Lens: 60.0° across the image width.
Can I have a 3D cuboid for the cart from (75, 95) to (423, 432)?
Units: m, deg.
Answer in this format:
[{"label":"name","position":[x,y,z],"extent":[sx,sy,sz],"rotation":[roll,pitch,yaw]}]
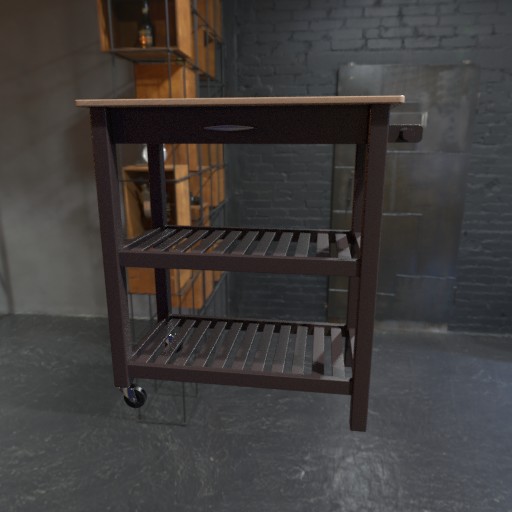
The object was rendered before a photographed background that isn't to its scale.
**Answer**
[{"label":"cart","position":[0.000,0.000,1.430],"extent":[0.899,0.927,0.457],"rotation":[2,15,8]}]
